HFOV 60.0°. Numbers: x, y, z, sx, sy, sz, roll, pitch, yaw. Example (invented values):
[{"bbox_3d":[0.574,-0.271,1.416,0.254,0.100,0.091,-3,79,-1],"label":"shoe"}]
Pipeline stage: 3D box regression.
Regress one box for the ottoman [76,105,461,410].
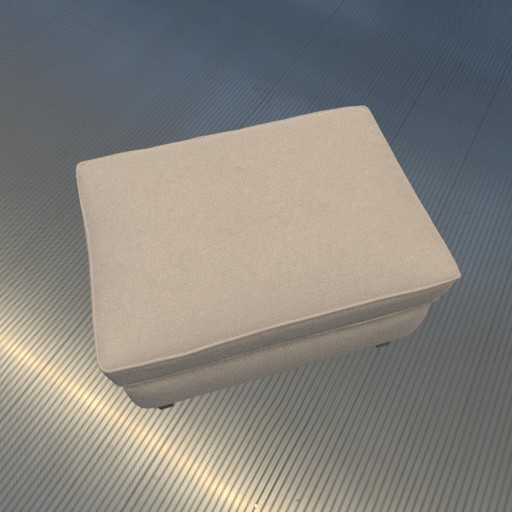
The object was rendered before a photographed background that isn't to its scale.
[{"bbox_3d":[0.000,0.000,0.995,0.665,0.456,0.501,-14,62,-8],"label":"ottoman"}]
